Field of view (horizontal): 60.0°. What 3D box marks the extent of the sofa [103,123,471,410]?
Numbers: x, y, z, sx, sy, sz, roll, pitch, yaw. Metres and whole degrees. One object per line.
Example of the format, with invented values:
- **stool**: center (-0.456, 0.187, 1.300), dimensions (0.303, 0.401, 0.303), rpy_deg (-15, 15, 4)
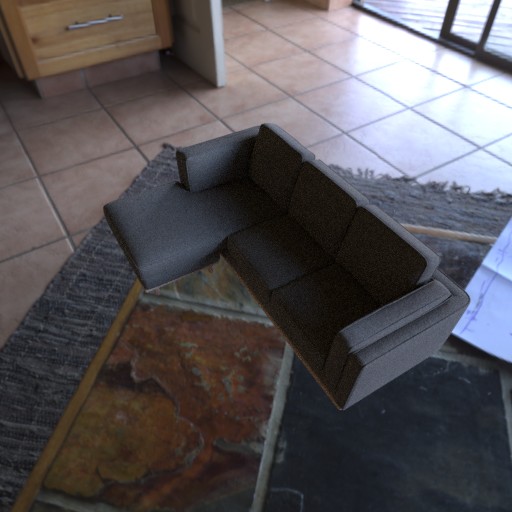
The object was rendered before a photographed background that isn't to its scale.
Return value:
- **sofa**: center (0.000, 0.000, 3.230), dimensions (1.604, 0.929, 2.411), rpy_deg (-23, 50, -21)
